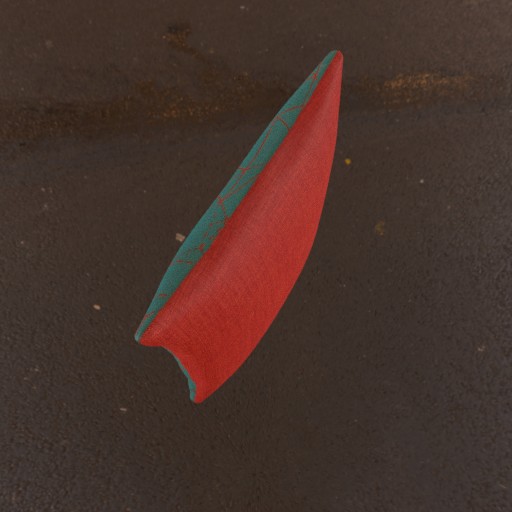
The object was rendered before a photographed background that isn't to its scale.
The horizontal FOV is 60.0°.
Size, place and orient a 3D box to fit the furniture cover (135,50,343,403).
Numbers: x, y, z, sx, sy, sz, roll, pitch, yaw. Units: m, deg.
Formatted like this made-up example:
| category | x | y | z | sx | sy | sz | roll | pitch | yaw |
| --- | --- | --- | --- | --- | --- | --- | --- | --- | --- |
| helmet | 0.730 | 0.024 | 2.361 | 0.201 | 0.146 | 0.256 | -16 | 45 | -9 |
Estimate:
| category | x | y | z | sx | sy | sz | roll | pitch | yaw |
| --- | --- | --- | --- | --- | --- | --- | --- | --- | --- |
| furniture cover | 0.000 | 0.000 | 0.800 | 0.158 | 0.508 | 0.517 | 27 | 67 | 12 |
